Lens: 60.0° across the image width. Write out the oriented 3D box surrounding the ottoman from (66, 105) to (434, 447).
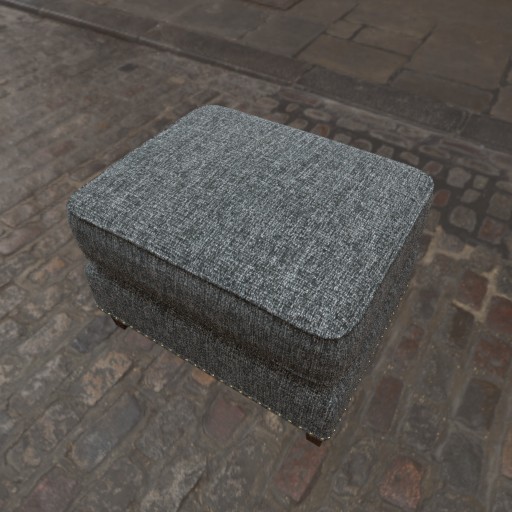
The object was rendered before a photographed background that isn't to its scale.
[{"bbox_3d":[0.000,0.000,1.179,0.738,0.537,0.589,24,51,21],"label":"ottoman"}]
